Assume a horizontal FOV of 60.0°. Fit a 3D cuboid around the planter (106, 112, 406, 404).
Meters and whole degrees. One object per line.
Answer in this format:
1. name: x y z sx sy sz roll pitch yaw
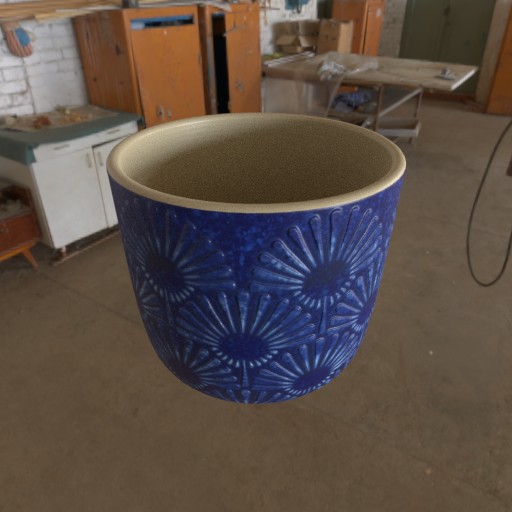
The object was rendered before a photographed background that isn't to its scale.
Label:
1. planter: 0.000 0.000 0.218 0.124 0.109 0.124 0 31 0
